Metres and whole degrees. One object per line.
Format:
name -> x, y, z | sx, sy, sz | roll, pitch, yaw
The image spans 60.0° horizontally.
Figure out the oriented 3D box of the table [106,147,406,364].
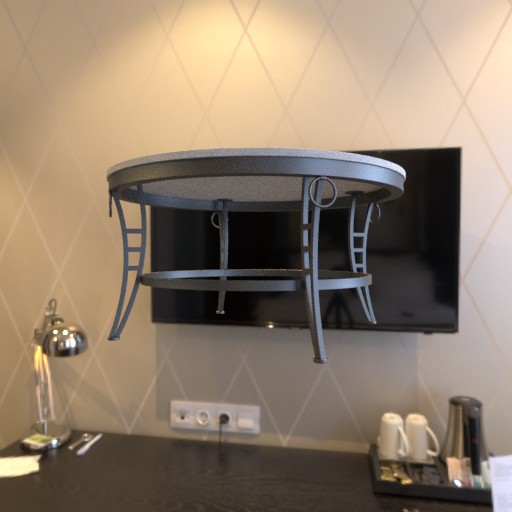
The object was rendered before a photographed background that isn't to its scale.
table -> 0.000, 0.000, 1.392 | 0.889, 0.470, 0.889 | 0, 0, 0
